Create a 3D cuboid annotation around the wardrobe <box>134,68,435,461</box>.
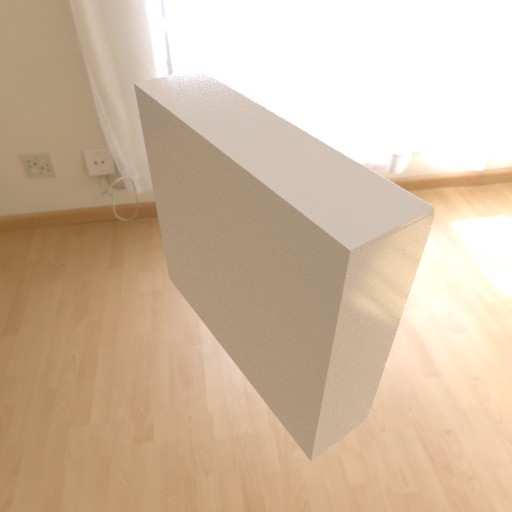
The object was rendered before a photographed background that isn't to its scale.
[{"bbox_3d":[0.000,0.000,1.980,0.360,1.200,1.340,-25,47,-25],"label":"wardrobe"}]
